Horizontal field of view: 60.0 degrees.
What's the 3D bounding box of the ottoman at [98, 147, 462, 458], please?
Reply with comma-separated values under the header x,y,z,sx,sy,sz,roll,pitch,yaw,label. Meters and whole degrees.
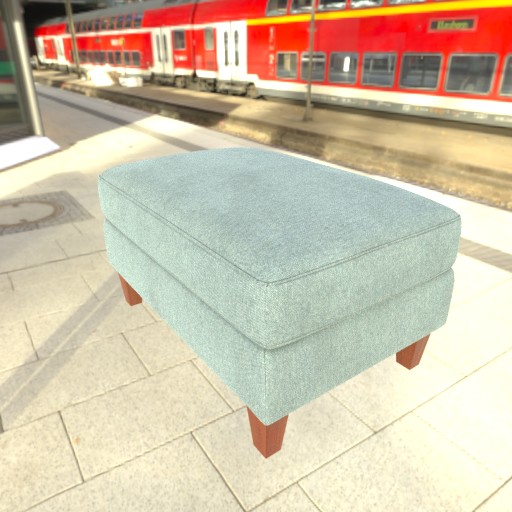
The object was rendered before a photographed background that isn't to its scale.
x,y,z,sx,sy,sz,roll,pitch,yaw,label
0.000,0.000,1.218,0.584,0.483,0.864,-17,30,-32,ottoman
